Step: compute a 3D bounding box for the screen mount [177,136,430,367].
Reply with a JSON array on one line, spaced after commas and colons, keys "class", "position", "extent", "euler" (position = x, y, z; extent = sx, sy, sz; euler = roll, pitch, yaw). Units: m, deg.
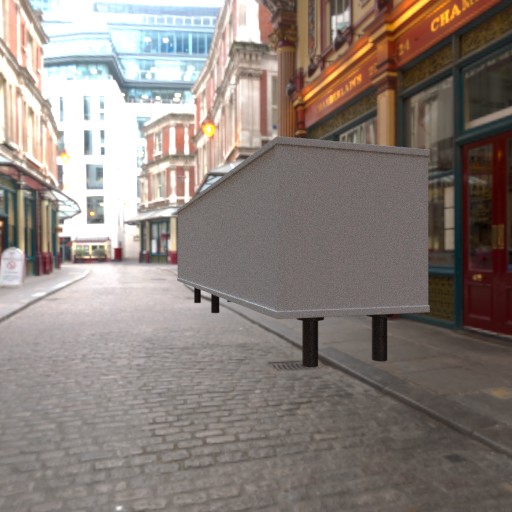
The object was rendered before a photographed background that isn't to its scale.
[{"class": "screen mount", "position": [0.000, 0.000, 1.790], "extent": [0.418, 0.520, 1.600], "euler": [0, 0, -18]}]
